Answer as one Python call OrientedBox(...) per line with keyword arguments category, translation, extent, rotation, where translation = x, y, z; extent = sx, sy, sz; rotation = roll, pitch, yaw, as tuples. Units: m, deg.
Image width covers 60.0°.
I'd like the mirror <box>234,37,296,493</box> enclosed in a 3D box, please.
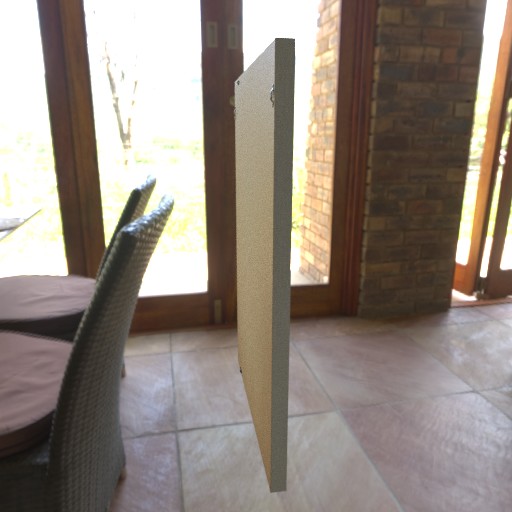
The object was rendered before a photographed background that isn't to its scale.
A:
OrientedBox(category="mirror", translation=(0.000, 0.000, 1.148), extent=(0.040, 0.915, 0.609), rotation=(-2, 15, -9))
